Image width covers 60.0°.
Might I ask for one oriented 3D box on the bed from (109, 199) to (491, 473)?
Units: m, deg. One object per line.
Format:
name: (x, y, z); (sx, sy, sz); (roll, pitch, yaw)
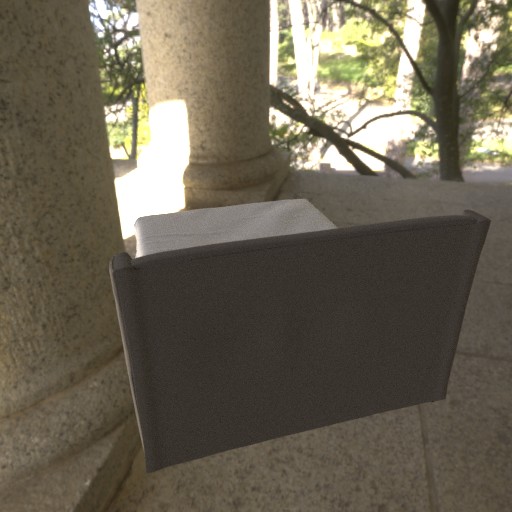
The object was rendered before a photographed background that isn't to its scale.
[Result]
bed: (0.000, 0.000, 3.312); (1.925, 1.332, 2.276); (-8, 29, -14)
